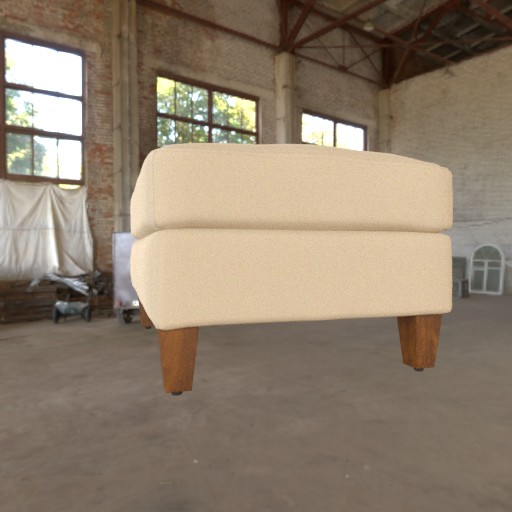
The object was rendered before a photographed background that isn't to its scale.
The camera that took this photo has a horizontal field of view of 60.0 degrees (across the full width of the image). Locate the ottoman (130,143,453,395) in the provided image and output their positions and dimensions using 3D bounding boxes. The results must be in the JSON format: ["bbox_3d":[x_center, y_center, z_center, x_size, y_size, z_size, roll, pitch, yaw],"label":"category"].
[{"bbox_3d":[0.000,0.000,1.200,0.634,0.485,0.818,0,1,-18],"label":"ottoman"}]
